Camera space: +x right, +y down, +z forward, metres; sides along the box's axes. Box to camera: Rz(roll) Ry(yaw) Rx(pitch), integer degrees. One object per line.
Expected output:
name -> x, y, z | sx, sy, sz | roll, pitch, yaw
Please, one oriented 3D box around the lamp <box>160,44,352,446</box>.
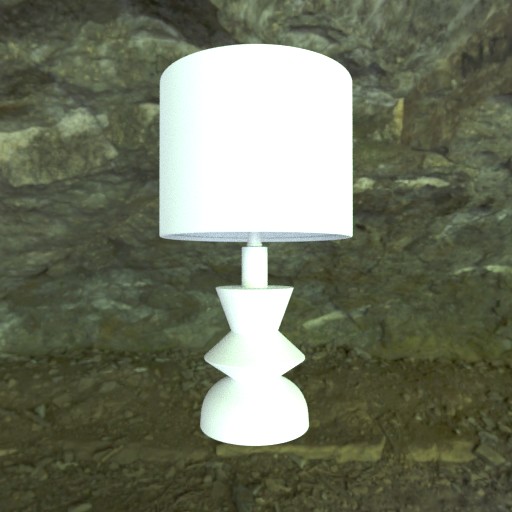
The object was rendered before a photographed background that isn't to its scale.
lamp -> 0.000, 0.000, 0.707 | 0.301, 0.533, 0.301 | -1, -1, 37
